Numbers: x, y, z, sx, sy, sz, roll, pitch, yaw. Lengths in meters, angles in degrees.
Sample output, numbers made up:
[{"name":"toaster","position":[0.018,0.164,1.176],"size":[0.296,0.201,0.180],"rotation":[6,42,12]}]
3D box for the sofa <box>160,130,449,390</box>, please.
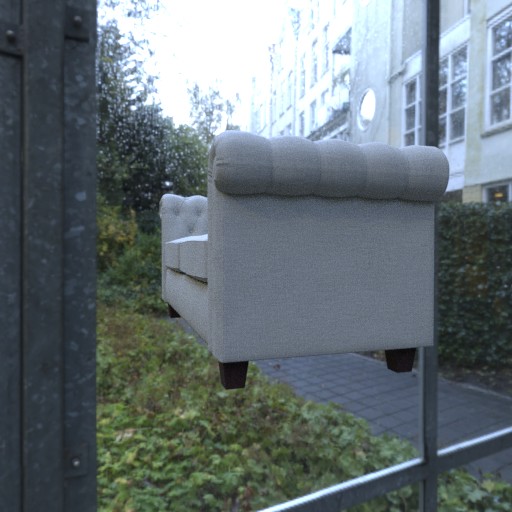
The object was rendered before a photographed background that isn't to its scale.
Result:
[{"name":"sofa","position":[0.000,0.000,2.189],"size":[0.783,0.797,1.798],"rotation":[0,1,-17]}]
